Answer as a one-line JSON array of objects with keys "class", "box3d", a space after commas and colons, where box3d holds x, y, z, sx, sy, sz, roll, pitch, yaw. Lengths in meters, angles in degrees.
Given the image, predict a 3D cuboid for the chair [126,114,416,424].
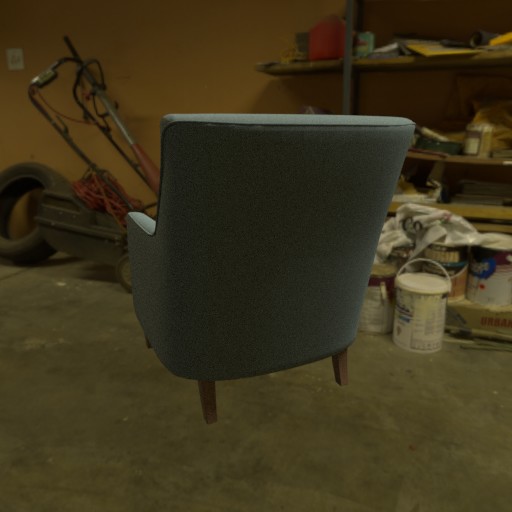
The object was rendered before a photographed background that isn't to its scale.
[{"class": "chair", "box3d": [0.000, 0.000, 1.546, 0.756, 0.916, 0.879, -7, 17, -24]}]
